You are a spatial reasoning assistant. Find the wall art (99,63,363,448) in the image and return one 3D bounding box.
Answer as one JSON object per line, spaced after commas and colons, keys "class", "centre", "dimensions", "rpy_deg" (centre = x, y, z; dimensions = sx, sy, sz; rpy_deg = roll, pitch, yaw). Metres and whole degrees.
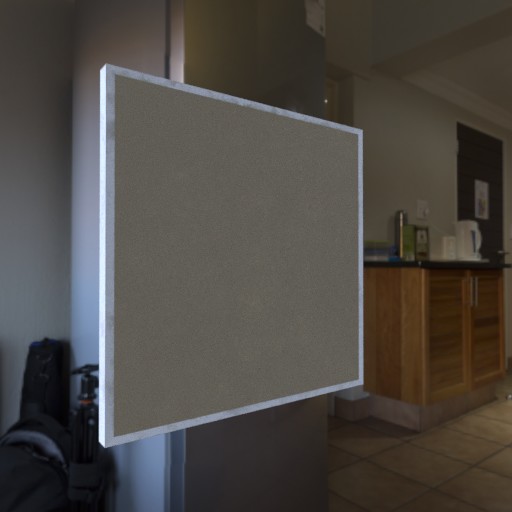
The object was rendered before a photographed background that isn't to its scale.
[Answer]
{"class": "wall art", "centre": [0.000, 0.000, 1.111], "dimensions": [0.760, 0.757, 0.038], "rpy_deg": [0, -1, -36]}
